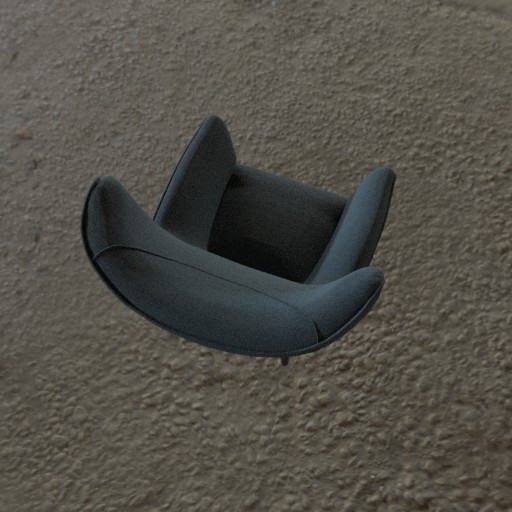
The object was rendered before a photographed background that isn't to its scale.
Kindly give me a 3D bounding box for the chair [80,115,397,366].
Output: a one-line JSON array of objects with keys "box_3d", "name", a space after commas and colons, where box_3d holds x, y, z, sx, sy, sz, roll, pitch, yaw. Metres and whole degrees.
[{"box_3d": [0.000, 0.000, 1.567, 0.781, 0.933, 0.888, 19, 65, 9], "name": "chair"}]
